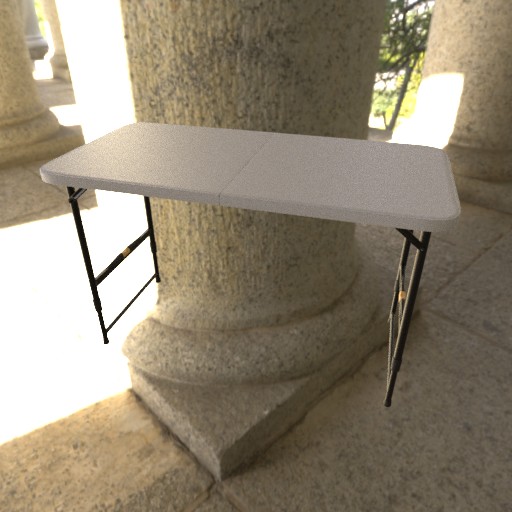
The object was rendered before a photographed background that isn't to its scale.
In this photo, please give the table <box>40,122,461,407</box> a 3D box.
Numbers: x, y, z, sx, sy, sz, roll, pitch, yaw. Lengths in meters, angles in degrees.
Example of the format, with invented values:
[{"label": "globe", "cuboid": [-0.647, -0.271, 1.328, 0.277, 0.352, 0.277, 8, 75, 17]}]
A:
[{"label": "table", "cuboid": [0.000, 0.000, 1.617, 1.245, 0.737, 0.611, 9, 33, 14]}]
